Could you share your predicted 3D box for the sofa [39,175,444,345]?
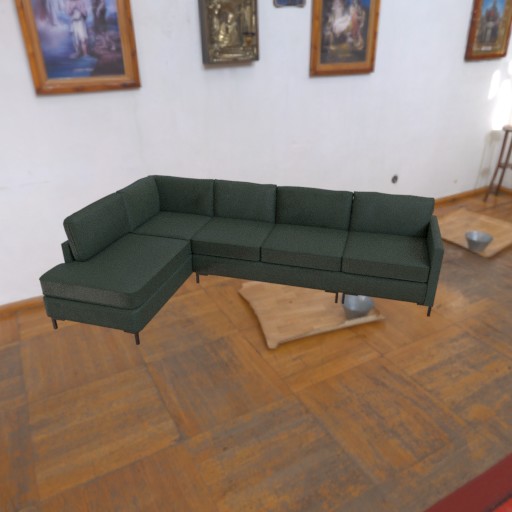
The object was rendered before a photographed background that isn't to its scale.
[{"bbox_3d":[0.000,0.000,4.313,3.384,0.996,2.048,7,27,14],"label":"sofa"}]
